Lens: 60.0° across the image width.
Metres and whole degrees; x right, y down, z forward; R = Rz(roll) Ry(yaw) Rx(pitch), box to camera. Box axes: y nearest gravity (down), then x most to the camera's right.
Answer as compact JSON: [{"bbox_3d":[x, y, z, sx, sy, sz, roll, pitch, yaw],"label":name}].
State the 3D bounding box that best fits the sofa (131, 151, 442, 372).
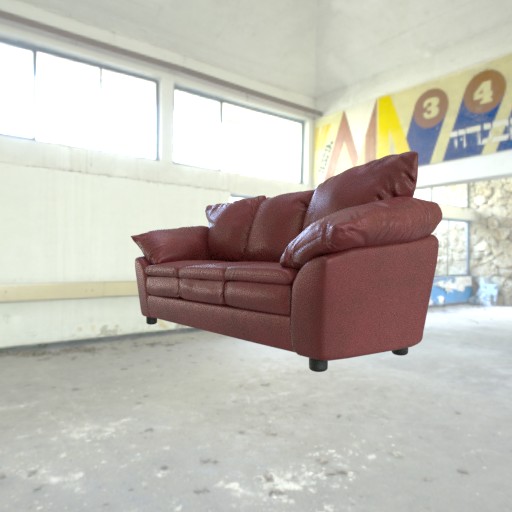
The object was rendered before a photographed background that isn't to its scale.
[{"bbox_3d":[0.000,0.000,3.010,0.907,1.091,2.390,1,-1,-36],"label":"sofa"}]
